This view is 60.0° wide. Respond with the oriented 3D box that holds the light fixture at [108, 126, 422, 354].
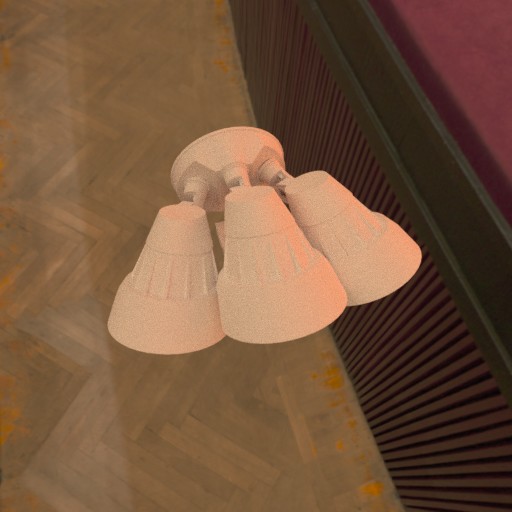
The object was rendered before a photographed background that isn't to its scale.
[{"bbox_3d":[0.000,0.000,0.560,0.369,0.237,0.278,-14,64,-7],"label":"light fixture"}]
